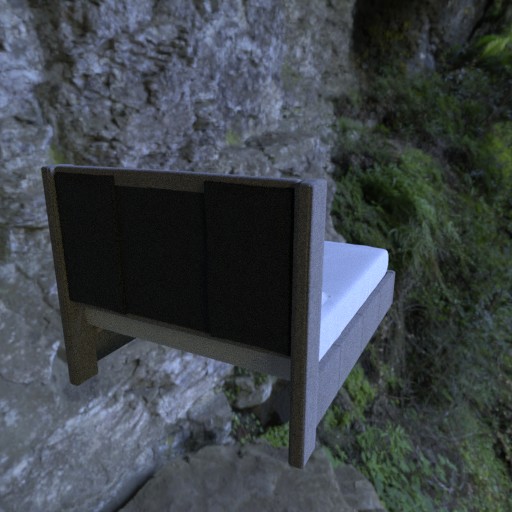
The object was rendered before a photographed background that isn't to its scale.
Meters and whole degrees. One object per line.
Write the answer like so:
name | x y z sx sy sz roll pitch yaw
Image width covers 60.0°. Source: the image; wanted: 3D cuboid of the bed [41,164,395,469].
bed | 0.000 0.000 3.390 1.714 1.476 2.245 8 19 26
